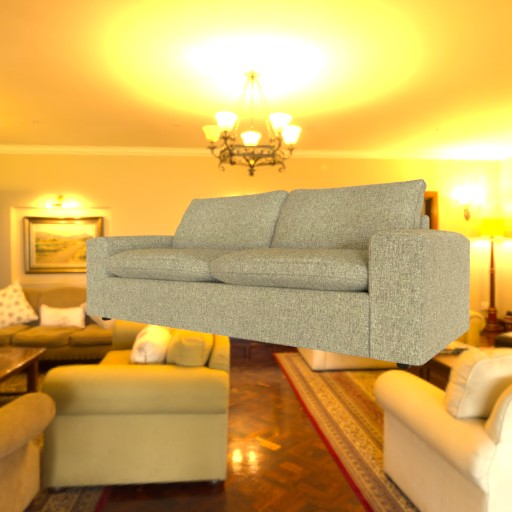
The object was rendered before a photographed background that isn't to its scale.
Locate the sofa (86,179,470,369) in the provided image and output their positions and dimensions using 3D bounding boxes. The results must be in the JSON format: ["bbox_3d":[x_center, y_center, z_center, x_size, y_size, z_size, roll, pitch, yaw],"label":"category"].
[{"bbox_3d":[0.000,0.000,2.805,2.299,0.922,1.040,1,1,36],"label":"sofa"}]
